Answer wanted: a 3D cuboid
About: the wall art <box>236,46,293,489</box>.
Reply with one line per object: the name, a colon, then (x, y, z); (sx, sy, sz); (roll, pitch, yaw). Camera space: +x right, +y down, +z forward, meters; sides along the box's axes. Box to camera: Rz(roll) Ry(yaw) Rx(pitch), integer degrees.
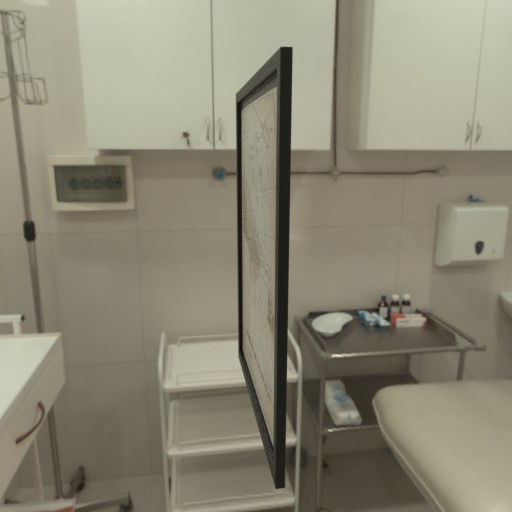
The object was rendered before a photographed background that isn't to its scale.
wall art: (0.000, 0.000, 0.868); (0.016, 0.657, 0.480); (-2, 13, -9)
